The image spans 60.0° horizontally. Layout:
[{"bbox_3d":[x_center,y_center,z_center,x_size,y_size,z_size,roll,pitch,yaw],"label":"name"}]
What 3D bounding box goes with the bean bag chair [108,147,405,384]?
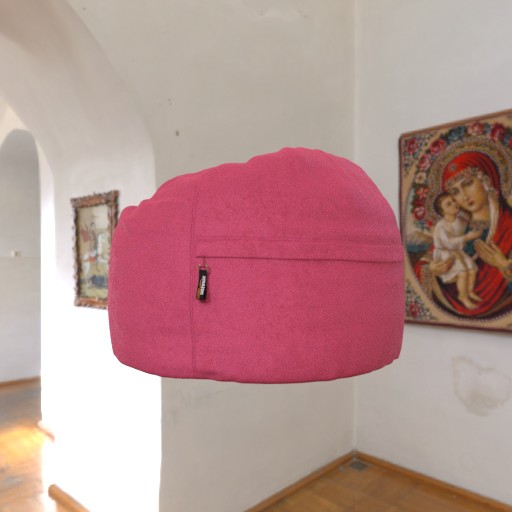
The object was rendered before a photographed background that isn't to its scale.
[{"bbox_3d":[0.000,0.000,1.924,1.218,0.788,1.218,0,1,0],"label":"bean bag chair"}]
